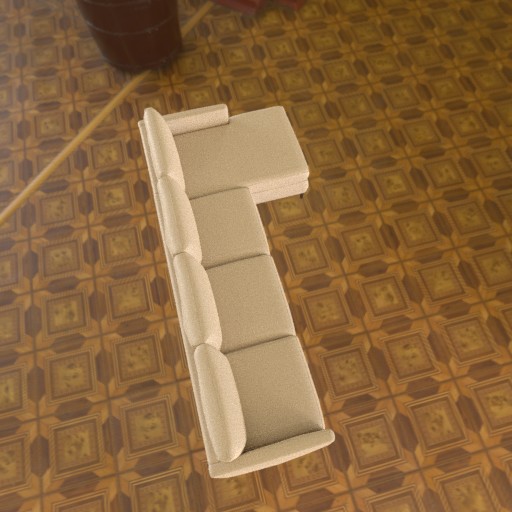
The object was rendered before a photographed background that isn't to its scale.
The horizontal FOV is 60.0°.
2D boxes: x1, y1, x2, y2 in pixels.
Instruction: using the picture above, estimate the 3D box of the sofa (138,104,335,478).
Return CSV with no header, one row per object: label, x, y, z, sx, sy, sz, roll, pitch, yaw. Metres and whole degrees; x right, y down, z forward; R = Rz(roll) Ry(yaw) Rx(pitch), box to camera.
sofa,0.000,0.000,3.242,1.258,0.755,2.731,-14,65,-7
